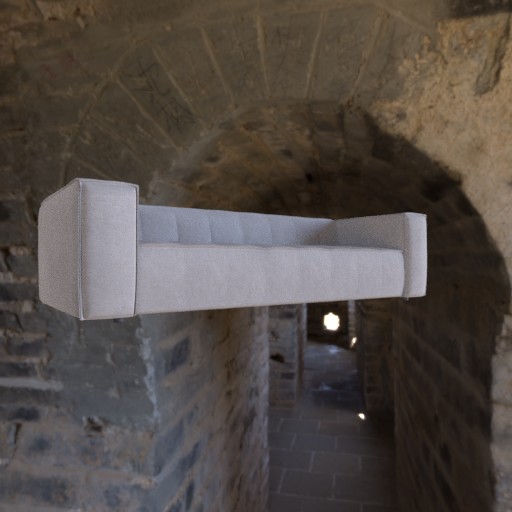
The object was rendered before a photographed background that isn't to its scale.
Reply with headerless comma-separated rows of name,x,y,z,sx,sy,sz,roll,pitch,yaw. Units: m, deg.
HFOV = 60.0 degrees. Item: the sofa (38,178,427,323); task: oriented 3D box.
sofa,0.000,0.000,3.144,2.697,0.680,1.038,1,-1,-35
